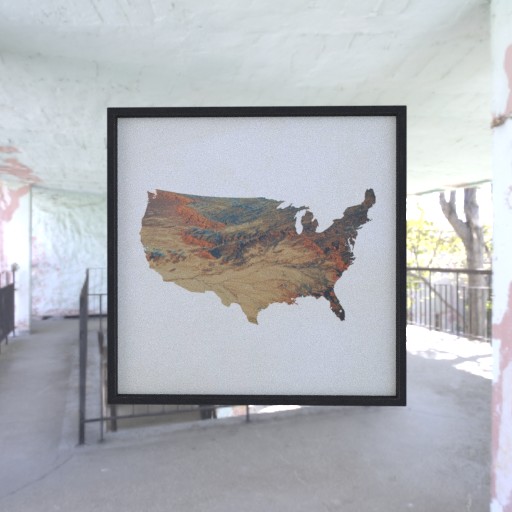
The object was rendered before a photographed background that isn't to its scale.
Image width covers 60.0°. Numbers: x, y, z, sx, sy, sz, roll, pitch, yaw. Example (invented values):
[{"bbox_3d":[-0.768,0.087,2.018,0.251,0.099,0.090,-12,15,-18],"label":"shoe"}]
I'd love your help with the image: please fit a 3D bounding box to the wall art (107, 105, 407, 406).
[{"bbox_3d":[0.000,0.000,0.457,0.304,0.303,0.015,0,0,1],"label":"wall art"}]
